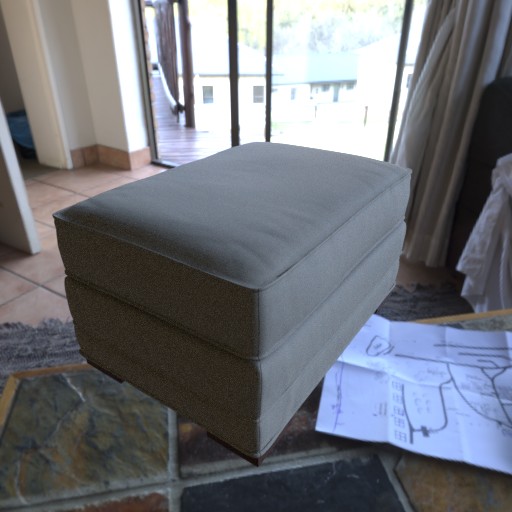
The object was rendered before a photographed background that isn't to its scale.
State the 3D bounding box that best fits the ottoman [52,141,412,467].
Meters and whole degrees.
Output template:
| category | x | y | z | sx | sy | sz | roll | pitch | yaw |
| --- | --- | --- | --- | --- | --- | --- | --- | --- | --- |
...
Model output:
| category | x | y | z | sx | sy | sz | roll | pitch | yaw |
| --- | --- | --- | --- | --- | --- | --- | --- | --- | --- |
| ottoman | 0.000 | 0.000 | 1.241 | 0.611 | 0.482 | 0.848 | 18 | 33 | 30 |
